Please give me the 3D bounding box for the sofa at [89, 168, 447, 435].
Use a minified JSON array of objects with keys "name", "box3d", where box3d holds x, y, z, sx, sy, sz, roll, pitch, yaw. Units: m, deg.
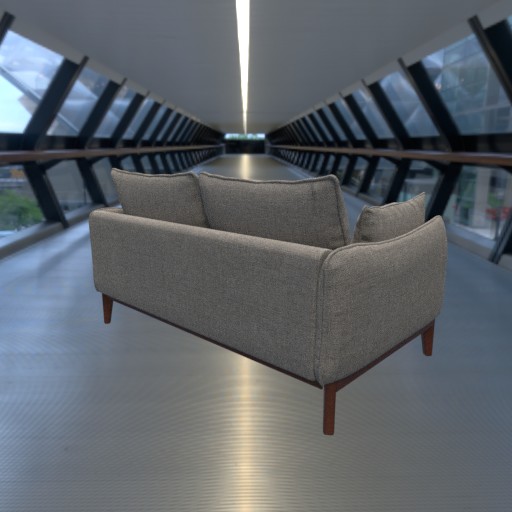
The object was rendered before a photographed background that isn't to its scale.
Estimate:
[{"name":"sofa","box3d":[0.000,0.000,2.177,1.580,0.851,0.972,12,17,42]}]
